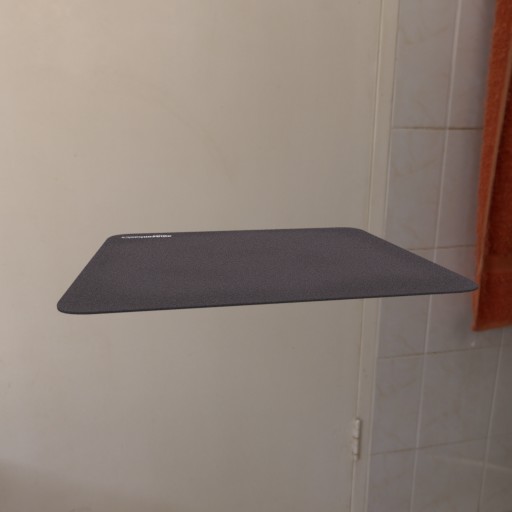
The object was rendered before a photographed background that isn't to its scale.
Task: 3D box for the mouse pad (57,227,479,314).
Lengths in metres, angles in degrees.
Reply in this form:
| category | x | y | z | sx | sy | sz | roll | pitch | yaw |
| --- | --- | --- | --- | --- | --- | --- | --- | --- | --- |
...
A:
| category | x | y | z | sx | sy | sz | roll | pitch | yaw |
| --- | --- | --- | --- | --- | --- | --- | --- | --- | --- |
| mouse pad | 0.000 | 0.000 | 0.437 | 0.315 | 0.002 | 0.269 | -2 | 14 | -9 |
